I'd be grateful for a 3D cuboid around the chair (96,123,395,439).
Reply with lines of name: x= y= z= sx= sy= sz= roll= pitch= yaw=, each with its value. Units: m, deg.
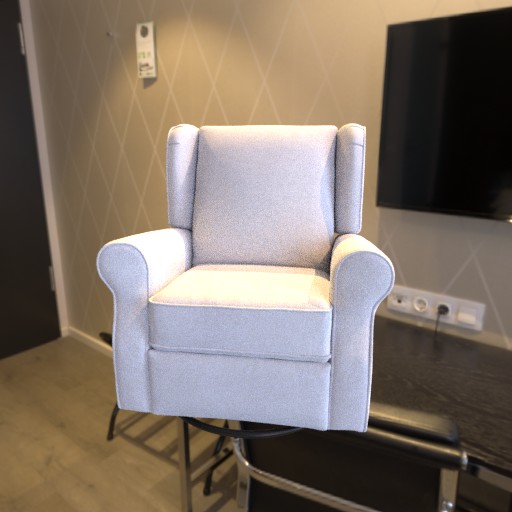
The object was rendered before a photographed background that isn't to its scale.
chair: x=0.000 y=0.000 z=1.671 sx=0.906 sy=0.967 sz=0.854 roll=2 pitch=16 yaw=8
